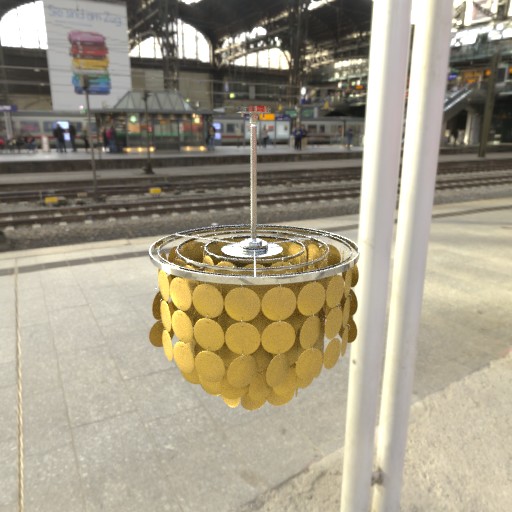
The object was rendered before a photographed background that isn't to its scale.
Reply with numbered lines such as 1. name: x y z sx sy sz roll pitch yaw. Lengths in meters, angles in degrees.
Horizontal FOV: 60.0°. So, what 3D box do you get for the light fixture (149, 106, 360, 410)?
1. light fixture: 0.000 0.000 0.770 0.368 0.492 0.368 0 15 0
